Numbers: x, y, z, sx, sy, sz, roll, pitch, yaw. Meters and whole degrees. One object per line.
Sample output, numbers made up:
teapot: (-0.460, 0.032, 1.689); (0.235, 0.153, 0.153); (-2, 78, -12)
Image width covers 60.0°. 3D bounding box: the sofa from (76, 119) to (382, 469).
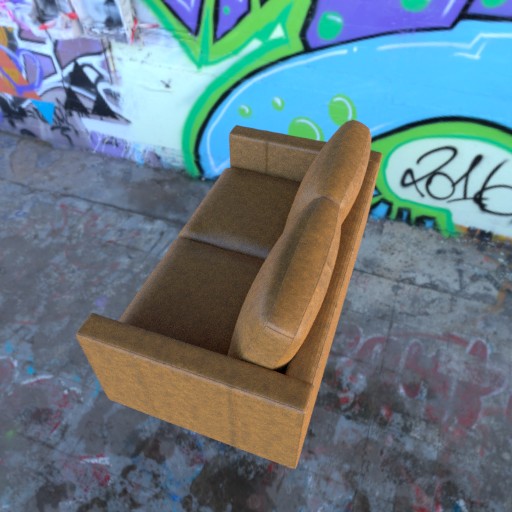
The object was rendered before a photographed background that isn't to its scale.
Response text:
sofa: (0.000, 0.000, 2.171); (0.909, 0.951, 1.578); (15, 48, 14)
